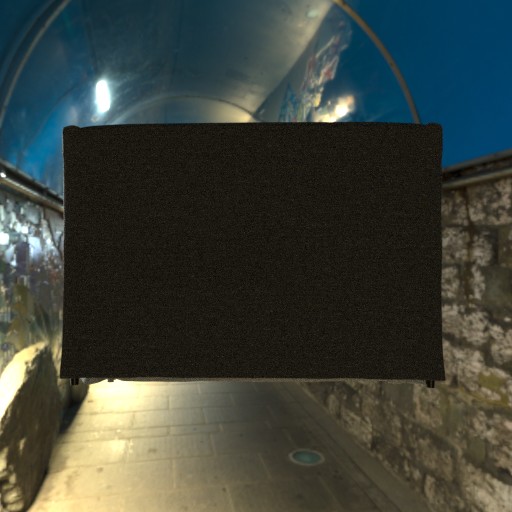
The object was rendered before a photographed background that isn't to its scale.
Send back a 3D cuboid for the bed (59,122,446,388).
[{"bbox_3d":[0.000,0.000,3.319,1.925,1.332,2.276,0,0,1],"label":"bed"}]
